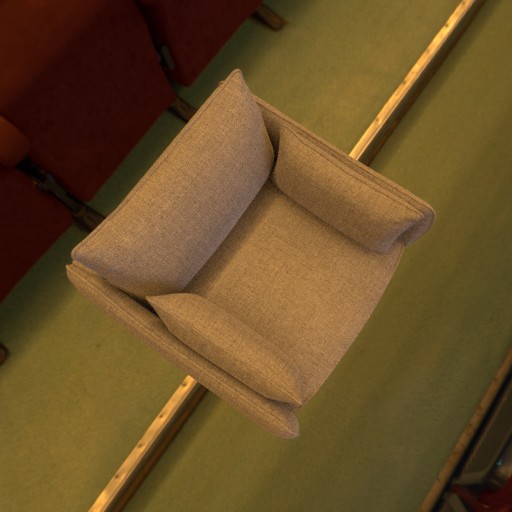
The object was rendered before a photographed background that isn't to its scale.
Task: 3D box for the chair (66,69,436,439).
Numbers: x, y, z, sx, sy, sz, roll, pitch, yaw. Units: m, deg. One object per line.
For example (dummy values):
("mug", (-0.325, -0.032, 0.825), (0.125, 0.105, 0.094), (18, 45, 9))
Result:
("chair", (0.000, 0.000, 1.698), (0.976, 0.839, 0.993), (34, 78, 8))
